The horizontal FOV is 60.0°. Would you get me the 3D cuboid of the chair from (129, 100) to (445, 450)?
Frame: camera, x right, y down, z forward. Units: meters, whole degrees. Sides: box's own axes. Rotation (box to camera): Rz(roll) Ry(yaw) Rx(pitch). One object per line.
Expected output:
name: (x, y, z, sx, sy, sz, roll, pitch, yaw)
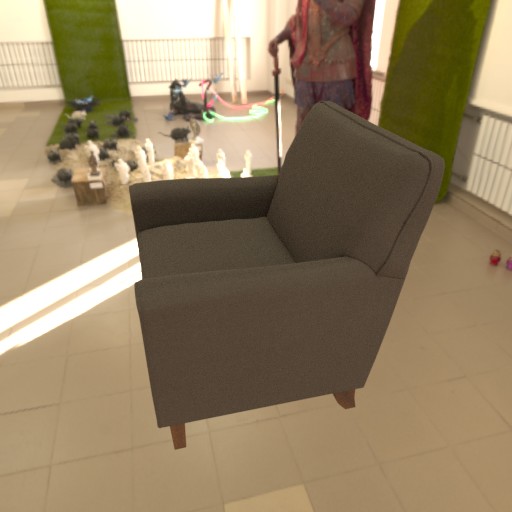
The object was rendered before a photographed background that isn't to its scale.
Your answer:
chair: (0.000, 0.000, 1.601, 0.831, 0.911, 0.836, -8, 31, -13)
